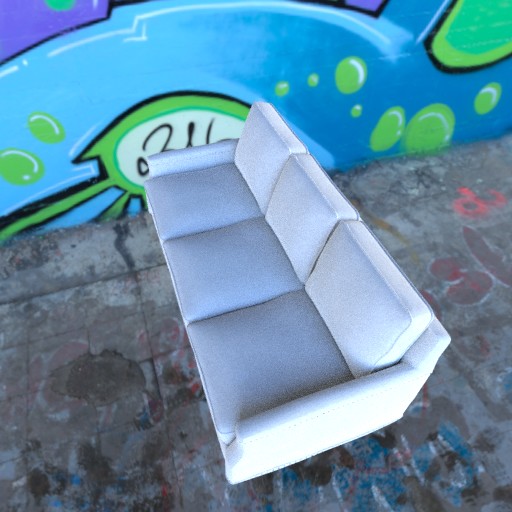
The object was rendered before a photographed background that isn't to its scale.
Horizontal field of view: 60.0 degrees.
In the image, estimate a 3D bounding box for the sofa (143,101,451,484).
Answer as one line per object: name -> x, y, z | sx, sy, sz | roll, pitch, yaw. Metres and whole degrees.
sofa -> 0.000, 0.000, 2.774 | 1.084, 1.003, 2.246 | -15, 48, -13
